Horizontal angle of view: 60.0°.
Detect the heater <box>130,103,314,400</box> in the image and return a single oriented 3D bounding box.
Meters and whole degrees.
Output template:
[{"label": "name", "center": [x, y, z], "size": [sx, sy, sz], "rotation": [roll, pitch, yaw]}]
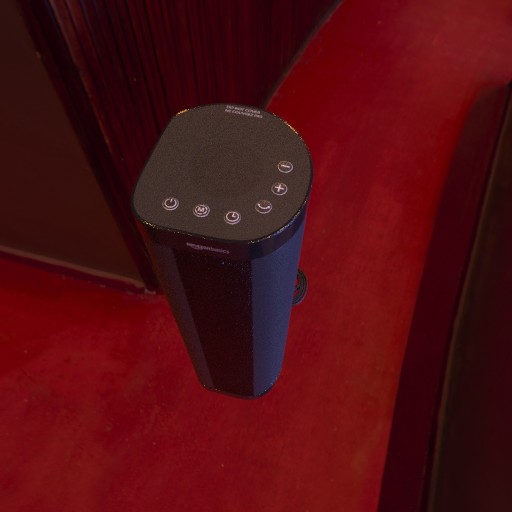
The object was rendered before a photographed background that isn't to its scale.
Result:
[{"label": "heater", "center": [0.000, 0.000, 0.690], "size": [0.174, 0.552, 0.312], "rotation": [13, 60, 8]}]
